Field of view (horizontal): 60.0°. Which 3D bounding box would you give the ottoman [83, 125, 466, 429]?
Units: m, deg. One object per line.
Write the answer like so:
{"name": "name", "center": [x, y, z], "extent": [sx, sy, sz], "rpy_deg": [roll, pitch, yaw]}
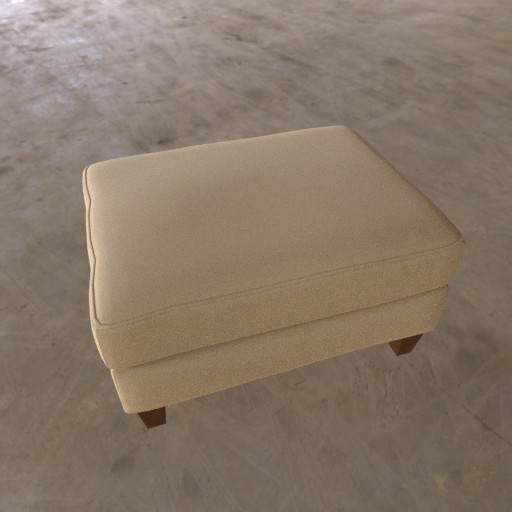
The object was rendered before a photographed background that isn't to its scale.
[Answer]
{"name": "ottoman", "center": [0.000, 0.000, 1.213], "extent": [0.818, 0.485, 0.634], "rpy_deg": [-12, 43, -13]}
